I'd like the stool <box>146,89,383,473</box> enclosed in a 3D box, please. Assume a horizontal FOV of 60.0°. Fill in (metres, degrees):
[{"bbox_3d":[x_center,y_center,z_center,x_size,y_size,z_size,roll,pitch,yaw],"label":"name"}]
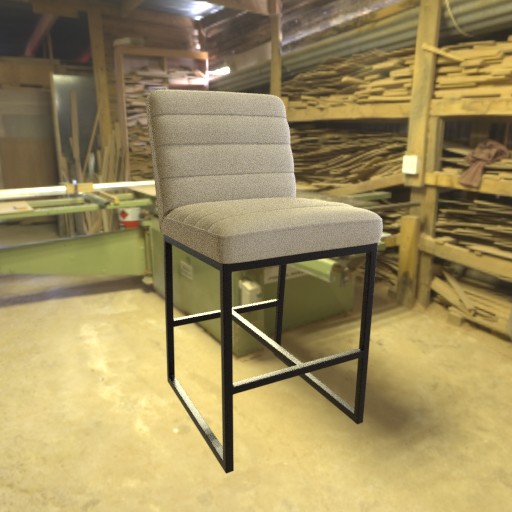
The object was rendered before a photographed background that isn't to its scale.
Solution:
[{"bbox_3d":[0.000,0.000,1.290,0.460,0.940,0.560,-8,17,-27],"label":"stool"}]
